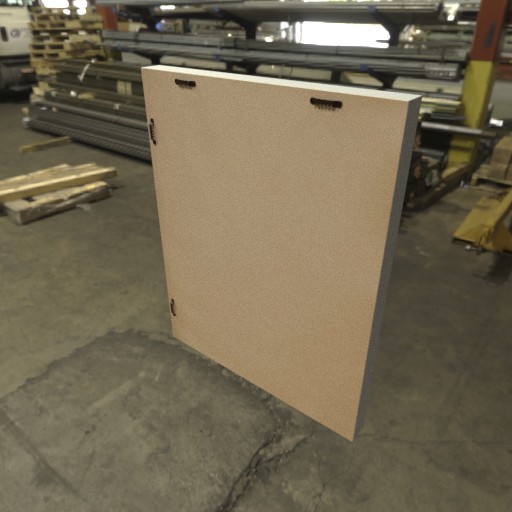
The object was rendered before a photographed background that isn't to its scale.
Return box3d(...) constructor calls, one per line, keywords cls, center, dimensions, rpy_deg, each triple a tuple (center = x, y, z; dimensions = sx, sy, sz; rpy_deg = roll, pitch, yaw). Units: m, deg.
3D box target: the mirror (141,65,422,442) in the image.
box3d(cls="mirror", center=(0.000, 0.000, 0.678), dimensions=(0.405, 0.508, 0.041), rpy_deg=(21, 36, 32))
